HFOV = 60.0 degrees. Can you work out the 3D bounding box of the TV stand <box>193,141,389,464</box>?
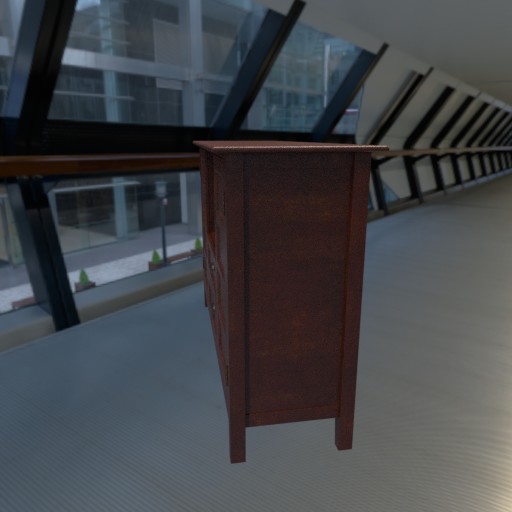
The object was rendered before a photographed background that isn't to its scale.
[{"bbox_3d":[0.000,0.000,1.845,0.445,0.915,1.372,-3,15,-9],"label":"TV stand"}]
